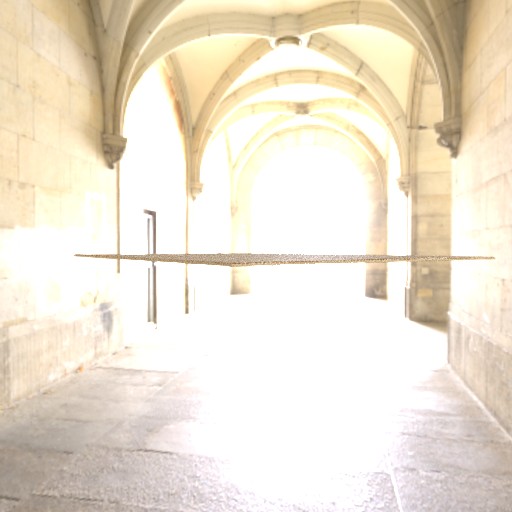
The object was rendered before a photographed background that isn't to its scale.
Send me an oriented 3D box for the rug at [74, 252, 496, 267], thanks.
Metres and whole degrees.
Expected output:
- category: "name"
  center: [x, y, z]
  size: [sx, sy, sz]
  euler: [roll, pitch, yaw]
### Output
- category: "rug"
  center: [0.000, 0.000, 3.992]
  size: [2.429, 0.030, 3.052]
  euler: [-1, 1, -35]
